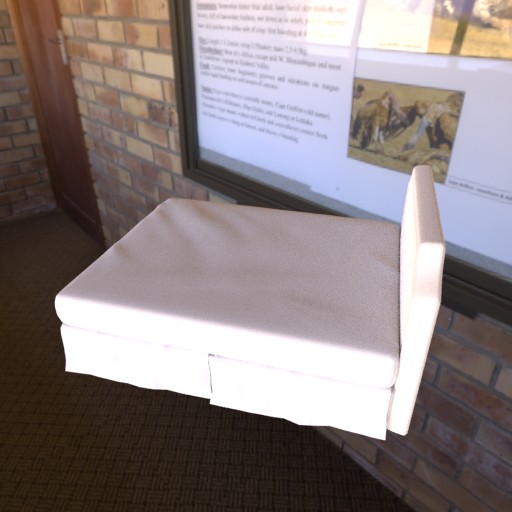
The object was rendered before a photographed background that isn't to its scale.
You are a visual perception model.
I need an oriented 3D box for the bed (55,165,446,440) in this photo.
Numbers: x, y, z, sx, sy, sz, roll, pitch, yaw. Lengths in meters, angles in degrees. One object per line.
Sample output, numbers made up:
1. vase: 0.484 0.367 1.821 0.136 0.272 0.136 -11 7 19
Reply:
1. bed: 0.000 0.000 3.530 2.498 1.293 1.977 8 31 14
